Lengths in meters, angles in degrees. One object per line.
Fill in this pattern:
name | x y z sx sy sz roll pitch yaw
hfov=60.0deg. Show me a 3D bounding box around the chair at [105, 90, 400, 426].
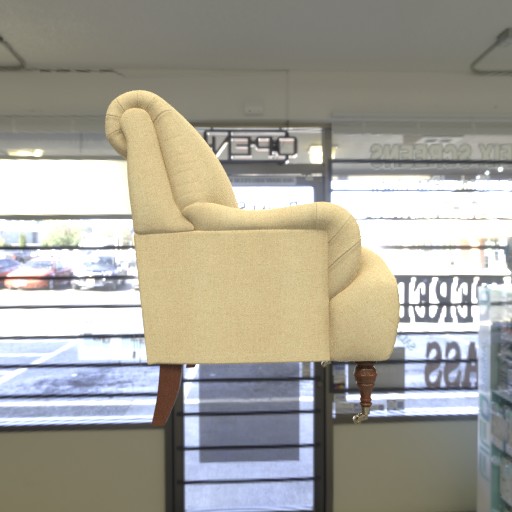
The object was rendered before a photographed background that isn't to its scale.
chair | 0.000 0.000 1.559 0.842 0.944 0.766 0 1 0
